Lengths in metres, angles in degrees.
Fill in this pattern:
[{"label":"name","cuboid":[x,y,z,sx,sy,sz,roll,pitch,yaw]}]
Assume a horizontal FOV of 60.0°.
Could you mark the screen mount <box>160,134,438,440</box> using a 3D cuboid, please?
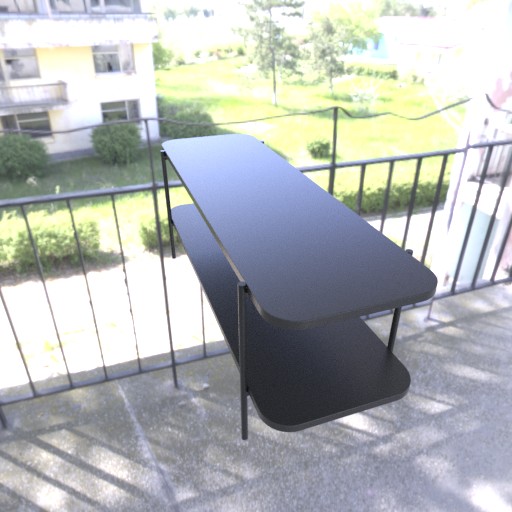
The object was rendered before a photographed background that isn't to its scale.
[{"label":"screen mount","cuboid":[0.000,0.000,1.389,0.400,0.447,1.200,-10,32,-17]}]
